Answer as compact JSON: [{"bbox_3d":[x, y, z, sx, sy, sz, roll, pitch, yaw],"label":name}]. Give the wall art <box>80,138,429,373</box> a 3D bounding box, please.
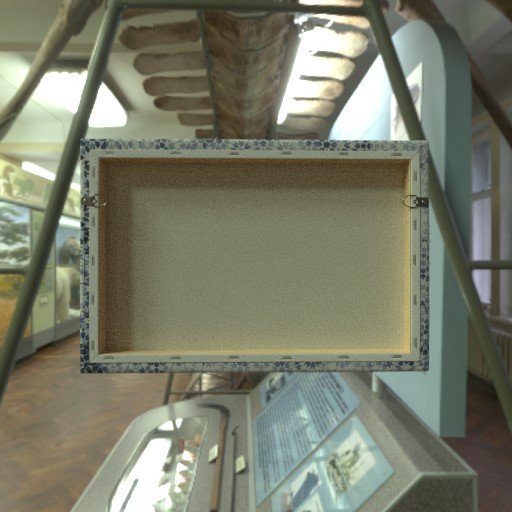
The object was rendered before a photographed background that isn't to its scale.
[{"bbox_3d":[0.000,0.000,1.179,0.911,0.608,0.057,0,0,-1],"label":"wall art"}]
